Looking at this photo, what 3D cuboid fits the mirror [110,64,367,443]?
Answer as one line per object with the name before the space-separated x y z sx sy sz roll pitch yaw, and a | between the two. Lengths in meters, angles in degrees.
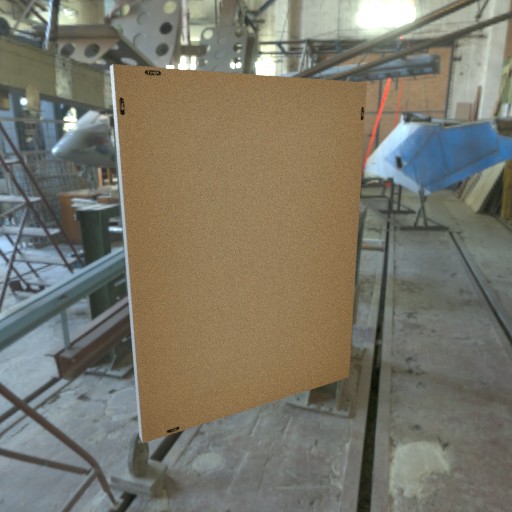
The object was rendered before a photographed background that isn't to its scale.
mirror | 0.000 0.000 1.336 0.762 1.016 0.040 -8 17 -27
